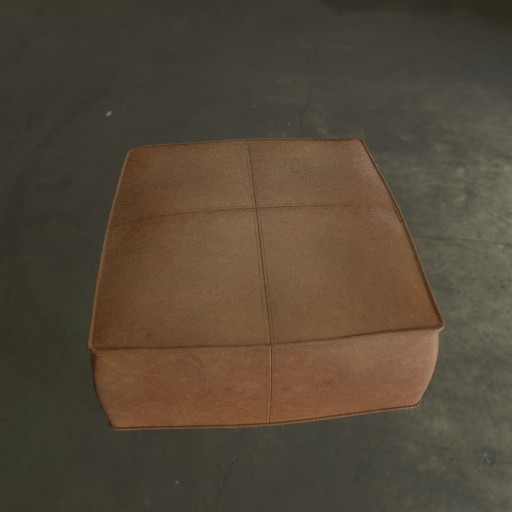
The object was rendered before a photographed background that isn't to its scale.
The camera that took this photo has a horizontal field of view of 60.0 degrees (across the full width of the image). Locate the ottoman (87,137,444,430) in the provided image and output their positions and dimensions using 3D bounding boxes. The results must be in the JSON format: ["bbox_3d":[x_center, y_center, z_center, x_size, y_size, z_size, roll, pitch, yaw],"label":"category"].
[{"bbox_3d":[0.000,0.000,1.358,0.902,0.395,0.901,-3,47,-3],"label":"ottoman"}]
